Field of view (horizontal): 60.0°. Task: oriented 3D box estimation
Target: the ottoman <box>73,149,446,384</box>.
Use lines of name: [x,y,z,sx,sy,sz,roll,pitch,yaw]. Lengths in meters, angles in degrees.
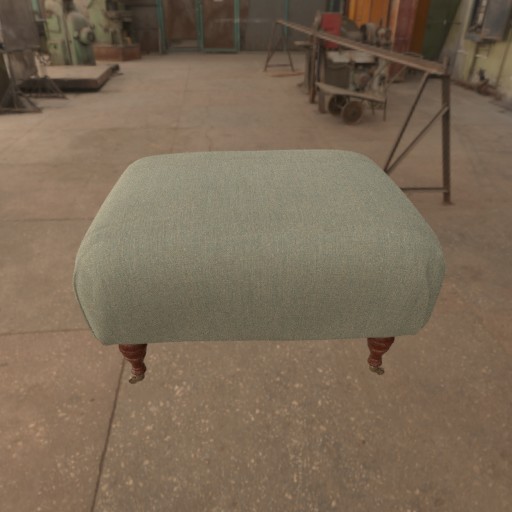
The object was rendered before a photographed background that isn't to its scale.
ottoman: [0.000,0.000,1.148,0.747,0.450,0.622,-1,30,-2]
